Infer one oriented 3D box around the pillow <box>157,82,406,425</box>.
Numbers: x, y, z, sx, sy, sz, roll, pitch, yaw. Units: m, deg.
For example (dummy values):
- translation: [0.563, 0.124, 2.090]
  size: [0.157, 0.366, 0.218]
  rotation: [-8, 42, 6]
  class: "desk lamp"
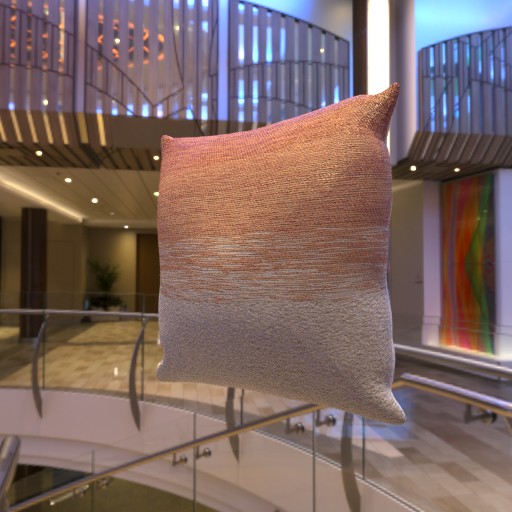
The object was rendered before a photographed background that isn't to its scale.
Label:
- translation: [0.000, 0.000, 0.672]
  size: [0.440, 0.441, 0.182]
  rotation: [-1, -2, 35]
  class: "pillow"
